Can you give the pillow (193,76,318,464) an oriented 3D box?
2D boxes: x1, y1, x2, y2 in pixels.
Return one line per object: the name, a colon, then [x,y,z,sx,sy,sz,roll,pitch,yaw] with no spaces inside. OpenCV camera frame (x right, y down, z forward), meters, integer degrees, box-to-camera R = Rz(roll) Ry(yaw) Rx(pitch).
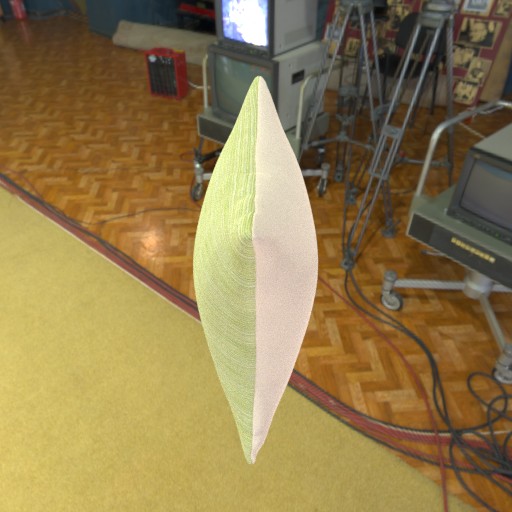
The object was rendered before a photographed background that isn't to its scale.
pillow: [0.000,0.000,0.829,0.229,0.487,0.560,1,40,1]
